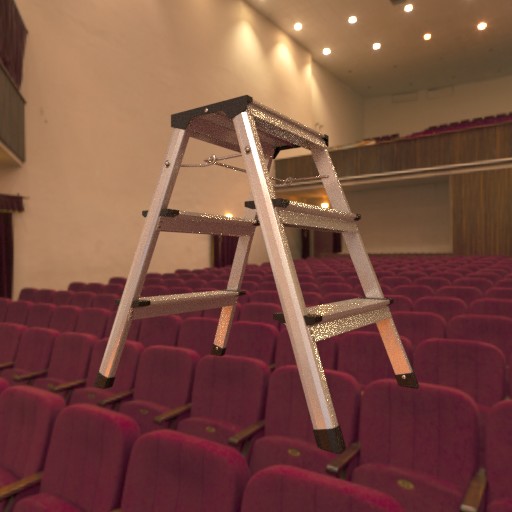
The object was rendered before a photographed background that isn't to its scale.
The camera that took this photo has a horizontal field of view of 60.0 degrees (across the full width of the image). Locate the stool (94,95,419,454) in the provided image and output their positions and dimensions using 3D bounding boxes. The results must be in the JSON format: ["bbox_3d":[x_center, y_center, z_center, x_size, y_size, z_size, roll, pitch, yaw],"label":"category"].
[{"bbox_3d":[0.000,0.000,1.029,0.622,0.605,0.437,0,0,35],"label":"stool"}]
